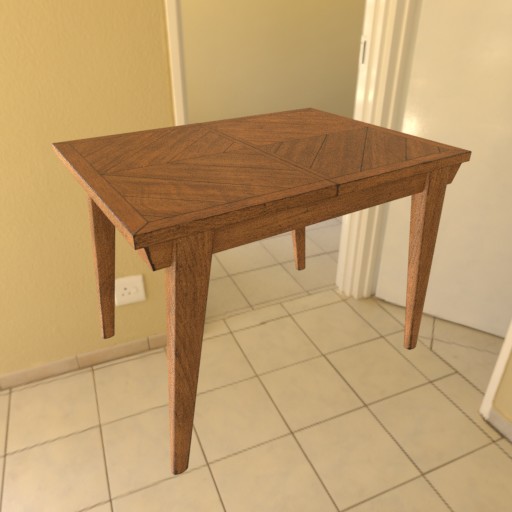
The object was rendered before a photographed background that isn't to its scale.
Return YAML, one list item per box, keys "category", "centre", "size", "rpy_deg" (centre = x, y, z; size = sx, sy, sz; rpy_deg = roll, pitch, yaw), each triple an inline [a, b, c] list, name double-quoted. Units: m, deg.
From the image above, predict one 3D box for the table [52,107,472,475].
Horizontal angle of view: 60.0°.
- category: "table"
  centre: [0.000, 0.000, 1.531]
  size: [1.027, 0.760, 0.757]
  rpy_deg: [-17, 34, -28]
